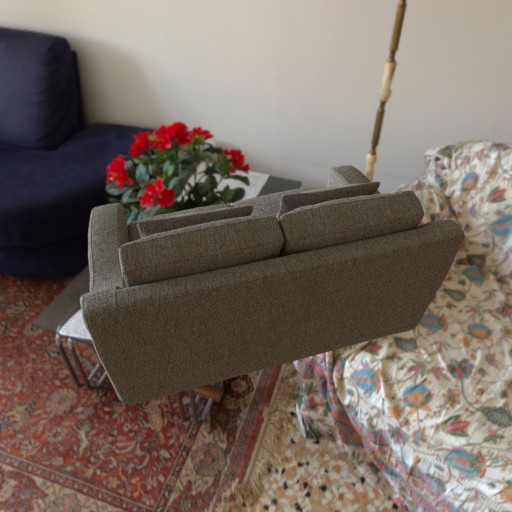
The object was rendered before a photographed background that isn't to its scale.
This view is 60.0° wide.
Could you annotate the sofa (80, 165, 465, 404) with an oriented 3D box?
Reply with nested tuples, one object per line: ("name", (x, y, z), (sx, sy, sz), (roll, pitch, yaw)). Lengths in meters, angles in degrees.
("sofa", (0.000, 0.000, 2.499), (1.778, 0.991, 1.120), (-11, 42, -13))
